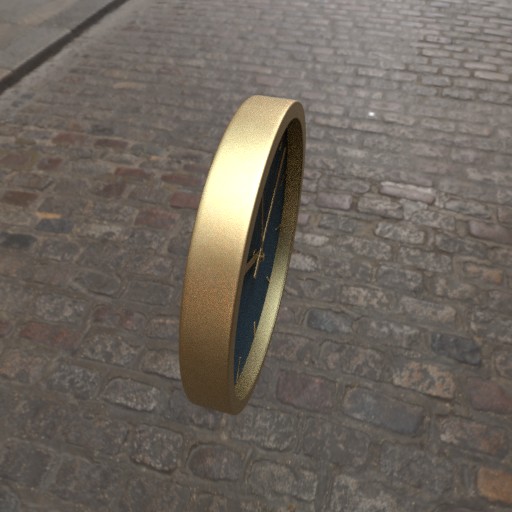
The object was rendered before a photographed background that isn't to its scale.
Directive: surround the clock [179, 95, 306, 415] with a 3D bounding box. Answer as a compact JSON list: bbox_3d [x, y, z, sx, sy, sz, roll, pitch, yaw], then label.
[{"bbox_3d":[0.000,0.000,0.462,0.040,0.314,0.314,11,48,10],"label":"clock"}]
